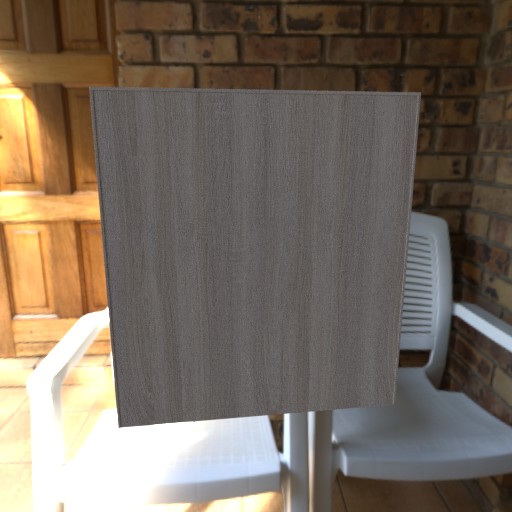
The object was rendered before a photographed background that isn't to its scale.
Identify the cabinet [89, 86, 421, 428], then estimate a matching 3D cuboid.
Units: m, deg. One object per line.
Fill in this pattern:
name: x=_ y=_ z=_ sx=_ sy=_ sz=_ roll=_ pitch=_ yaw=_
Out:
cabinet: x=0.000 y=0.000 z=3.016 sx=1.870 sy=2.060 sz=0.620 roll=-2 pitch=14 yaw=-8
